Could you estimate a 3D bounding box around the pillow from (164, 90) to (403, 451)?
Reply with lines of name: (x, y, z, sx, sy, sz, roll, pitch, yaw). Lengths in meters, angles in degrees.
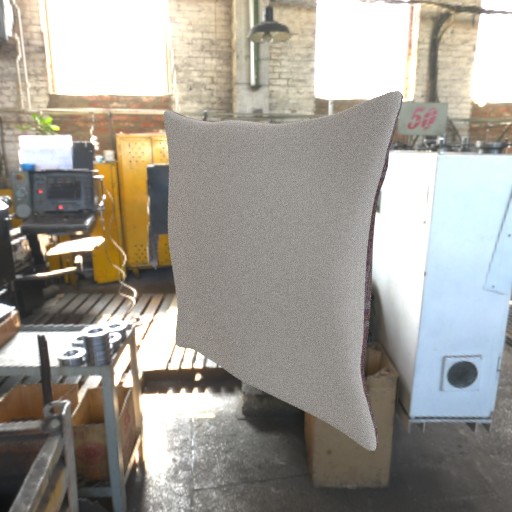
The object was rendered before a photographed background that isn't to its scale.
pillow: (0.000, 0.000, 0.779, 0.163, 0.513, 0.514, -13, 19, -43)
